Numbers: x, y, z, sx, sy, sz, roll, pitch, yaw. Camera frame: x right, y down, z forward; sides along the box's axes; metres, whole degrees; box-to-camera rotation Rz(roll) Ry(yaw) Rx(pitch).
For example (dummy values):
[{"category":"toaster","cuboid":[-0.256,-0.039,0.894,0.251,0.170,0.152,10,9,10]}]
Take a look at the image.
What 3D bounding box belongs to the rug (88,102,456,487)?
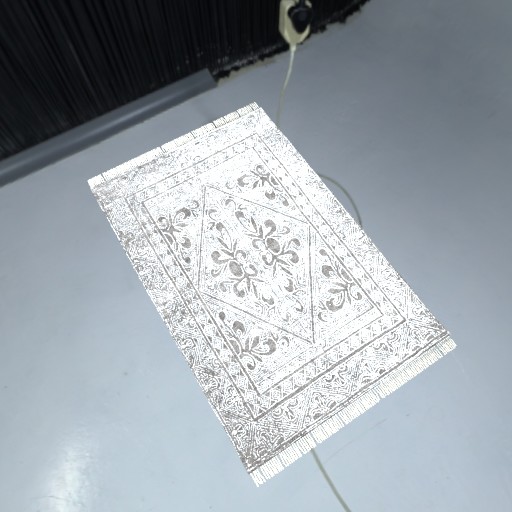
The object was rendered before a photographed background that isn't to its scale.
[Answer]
[{"category":"rug","cuboid":[0.000,0.000,3.097,1.529,0.010,2.440,-29,68,-13]}]
